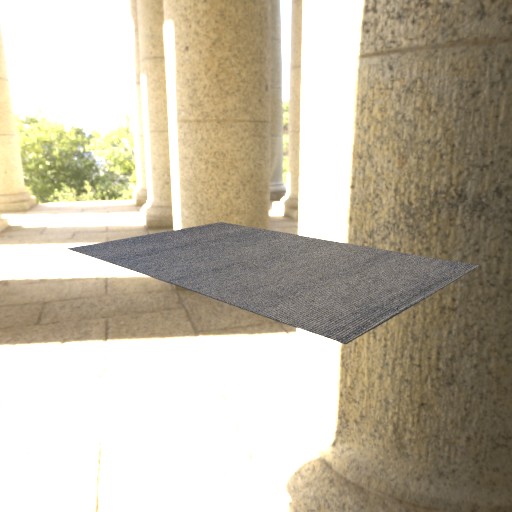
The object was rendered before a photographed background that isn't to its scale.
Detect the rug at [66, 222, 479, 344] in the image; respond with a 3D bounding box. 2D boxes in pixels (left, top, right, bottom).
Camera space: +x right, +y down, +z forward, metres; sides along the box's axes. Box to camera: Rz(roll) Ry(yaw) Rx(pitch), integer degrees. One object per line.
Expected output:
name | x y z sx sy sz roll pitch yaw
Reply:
rug | 0.000 0.000 2.195 1.740 0.010 1.135 13 19 42
